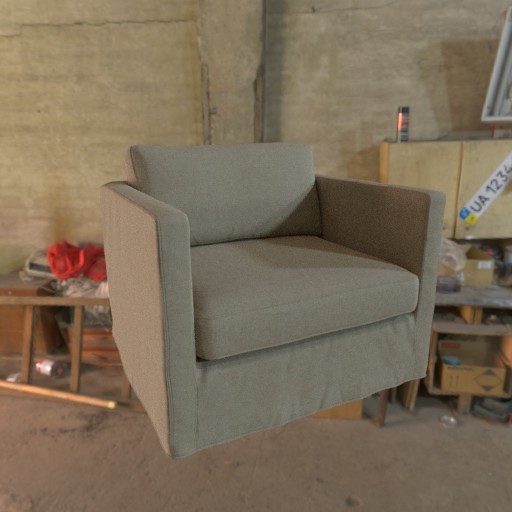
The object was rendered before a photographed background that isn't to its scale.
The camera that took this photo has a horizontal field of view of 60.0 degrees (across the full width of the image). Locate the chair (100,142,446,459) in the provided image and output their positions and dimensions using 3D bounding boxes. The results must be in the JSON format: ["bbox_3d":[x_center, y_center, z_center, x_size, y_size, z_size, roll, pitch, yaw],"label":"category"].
[{"bbox_3d":[0.000,0.000,1.765,1.057,0.863,0.949,-8,17,-26],"label":"chair"}]
